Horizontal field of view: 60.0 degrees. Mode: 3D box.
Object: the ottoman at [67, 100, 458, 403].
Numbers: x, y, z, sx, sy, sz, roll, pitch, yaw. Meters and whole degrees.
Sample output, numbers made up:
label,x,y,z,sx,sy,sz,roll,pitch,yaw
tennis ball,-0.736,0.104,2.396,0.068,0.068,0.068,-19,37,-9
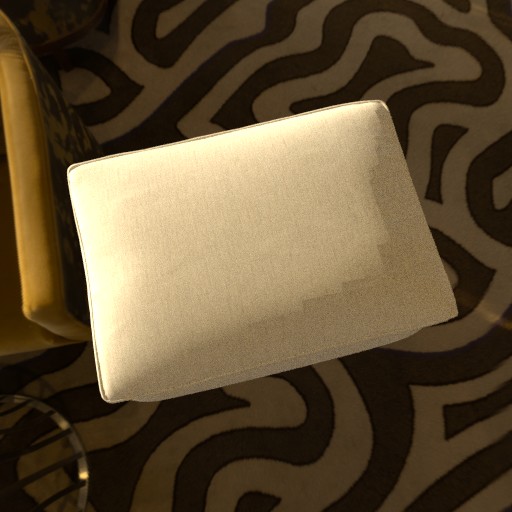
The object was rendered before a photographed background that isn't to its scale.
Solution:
label,x,y,z,sx,sy,sz,roll,pitch,yaw
ottoman,0.000,0.000,0.966,0.665,0.406,0.501,-13,76,-3
